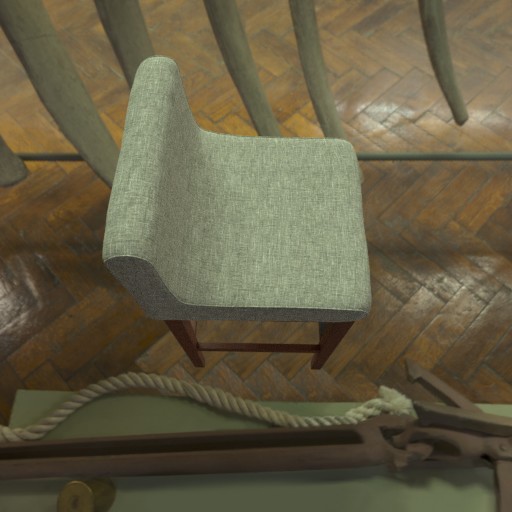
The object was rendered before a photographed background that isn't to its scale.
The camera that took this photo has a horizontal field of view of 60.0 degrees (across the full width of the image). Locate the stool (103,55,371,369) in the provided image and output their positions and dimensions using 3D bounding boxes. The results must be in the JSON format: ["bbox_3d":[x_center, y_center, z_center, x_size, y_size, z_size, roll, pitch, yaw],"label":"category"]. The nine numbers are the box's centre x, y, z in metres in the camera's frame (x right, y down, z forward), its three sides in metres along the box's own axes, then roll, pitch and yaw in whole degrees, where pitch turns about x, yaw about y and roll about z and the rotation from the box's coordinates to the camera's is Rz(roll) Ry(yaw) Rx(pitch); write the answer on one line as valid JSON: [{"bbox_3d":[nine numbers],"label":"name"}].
[{"bbox_3d":[0.000,0.000,1.087,0.459,0.835,0.417,1,64,0],"label":"stool"}]
